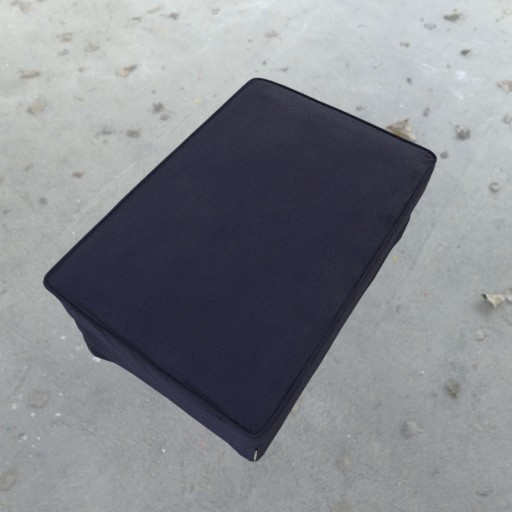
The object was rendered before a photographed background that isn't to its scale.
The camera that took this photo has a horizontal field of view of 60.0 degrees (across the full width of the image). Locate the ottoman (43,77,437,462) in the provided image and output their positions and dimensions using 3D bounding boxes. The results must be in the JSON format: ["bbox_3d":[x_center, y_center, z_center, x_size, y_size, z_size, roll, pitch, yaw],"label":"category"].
[{"bbox_3d":[0.000,0.000,1.290,0.637,0.503,0.938,30,64,17],"label":"ottoman"}]
